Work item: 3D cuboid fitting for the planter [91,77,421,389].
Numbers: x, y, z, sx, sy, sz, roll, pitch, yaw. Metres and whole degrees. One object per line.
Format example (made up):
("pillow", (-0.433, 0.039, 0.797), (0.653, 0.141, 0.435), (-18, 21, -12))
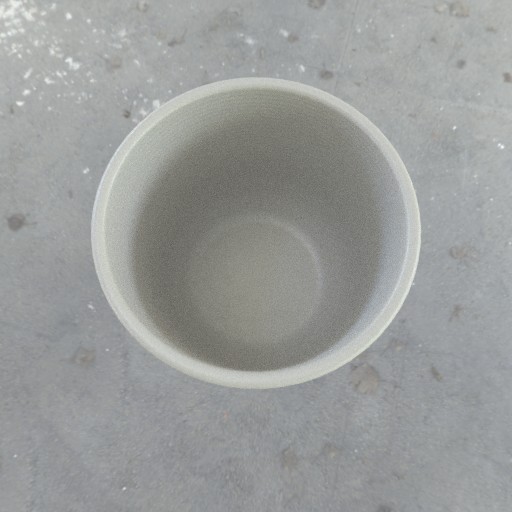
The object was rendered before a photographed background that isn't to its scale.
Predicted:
("planter", (0.000, 0.000, 0.218), (0.124, 0.109, 0.124), (0, 74, 0))
